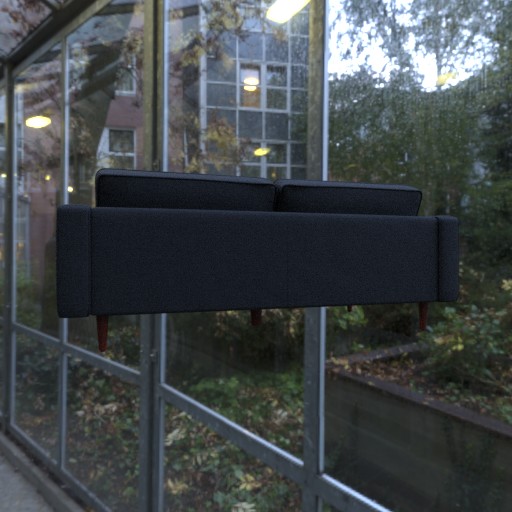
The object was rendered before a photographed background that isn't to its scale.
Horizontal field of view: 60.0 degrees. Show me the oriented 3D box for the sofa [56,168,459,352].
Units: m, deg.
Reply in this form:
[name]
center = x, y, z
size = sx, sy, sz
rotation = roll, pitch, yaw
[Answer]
[sofa]
center = 0.000, 0.000, 2.372
size = 1.875, 0.759, 0.914
rotation = 0, 0, -18
